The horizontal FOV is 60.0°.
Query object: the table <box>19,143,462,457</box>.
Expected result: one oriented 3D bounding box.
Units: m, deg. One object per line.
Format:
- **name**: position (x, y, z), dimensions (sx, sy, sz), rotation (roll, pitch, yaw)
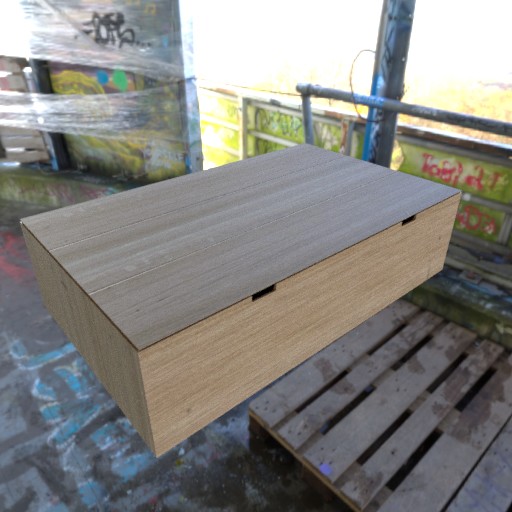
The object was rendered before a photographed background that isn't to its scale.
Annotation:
- **table**: position (0.000, 0.000, 1.378), dimensions (1.110, 0.353, 0.678), rotation (-23, 38, -34)
